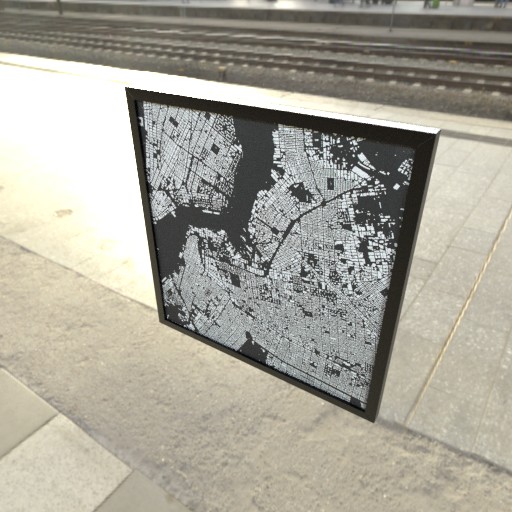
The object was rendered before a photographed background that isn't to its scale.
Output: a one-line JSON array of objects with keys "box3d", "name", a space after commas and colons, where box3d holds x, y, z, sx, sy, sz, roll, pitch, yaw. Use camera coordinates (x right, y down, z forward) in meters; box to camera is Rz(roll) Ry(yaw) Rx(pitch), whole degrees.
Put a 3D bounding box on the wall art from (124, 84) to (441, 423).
[{"box3d": [0.000, 0.000, 1.144, 0.755, 0.761, 0.038, 19, 36, 27], "name": "wall art"}]
